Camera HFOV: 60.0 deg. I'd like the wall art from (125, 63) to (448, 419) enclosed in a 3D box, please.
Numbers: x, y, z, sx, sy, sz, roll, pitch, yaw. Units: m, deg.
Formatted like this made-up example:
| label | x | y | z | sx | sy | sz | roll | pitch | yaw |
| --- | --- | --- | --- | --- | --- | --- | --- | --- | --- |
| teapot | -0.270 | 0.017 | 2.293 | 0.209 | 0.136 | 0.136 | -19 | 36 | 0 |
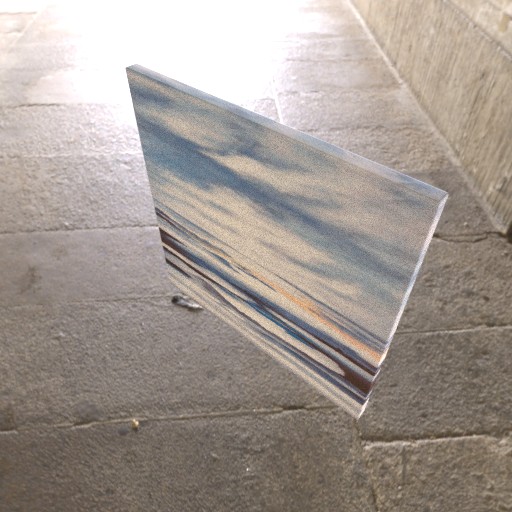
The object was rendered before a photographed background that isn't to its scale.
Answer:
| label | x | y | z | sx | sy | sz | roll | pitch | yaw |
| --- | --- | --- | --- | --- | --- | --- | --- | --- | --- |
| wall art | 0.000 | 0.000 | 1.103 | 0.747 | 0.747 | 0.035 | 31 | 53 | 27 |
